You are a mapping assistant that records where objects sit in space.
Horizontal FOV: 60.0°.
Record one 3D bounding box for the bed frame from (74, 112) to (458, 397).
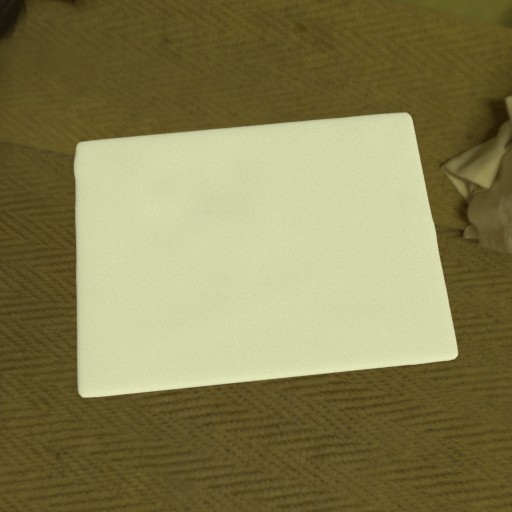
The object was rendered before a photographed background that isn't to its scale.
[{"bbox_3d":[0.000,0.000,2.577,1.905,0.637,1.372,-6,77,-1],"label":"bed frame"}]
